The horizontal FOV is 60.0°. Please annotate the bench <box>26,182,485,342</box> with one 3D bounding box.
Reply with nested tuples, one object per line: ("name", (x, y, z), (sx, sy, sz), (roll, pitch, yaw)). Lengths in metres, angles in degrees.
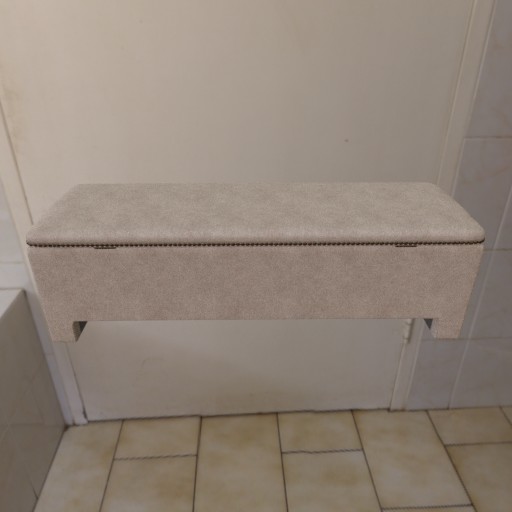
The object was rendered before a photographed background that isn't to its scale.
("bench", (0.000, 0.000, 1.684), (1.482, 0.447, 0.470), (0, 29, -1))
